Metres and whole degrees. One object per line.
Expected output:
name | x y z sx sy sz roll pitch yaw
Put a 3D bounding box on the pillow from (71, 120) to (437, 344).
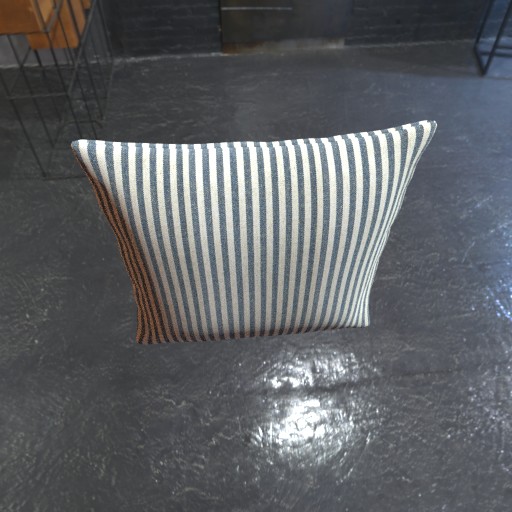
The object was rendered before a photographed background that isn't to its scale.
pillow | 0.000 0.000 0.805 0.523 0.510 0.166 -4 48 -4
